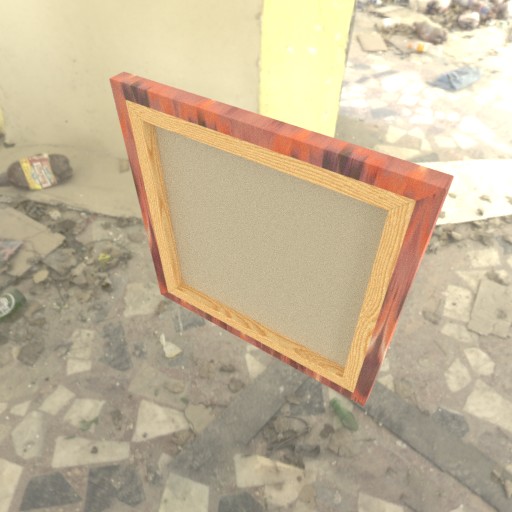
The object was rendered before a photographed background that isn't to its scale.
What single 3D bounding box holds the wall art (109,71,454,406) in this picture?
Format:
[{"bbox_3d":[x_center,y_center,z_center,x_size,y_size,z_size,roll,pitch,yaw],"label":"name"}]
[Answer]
[{"bbox_3d":[0.000,0.000,0.908,0.603,0.609,0.037,25,51,22],"label":"wall art"}]
